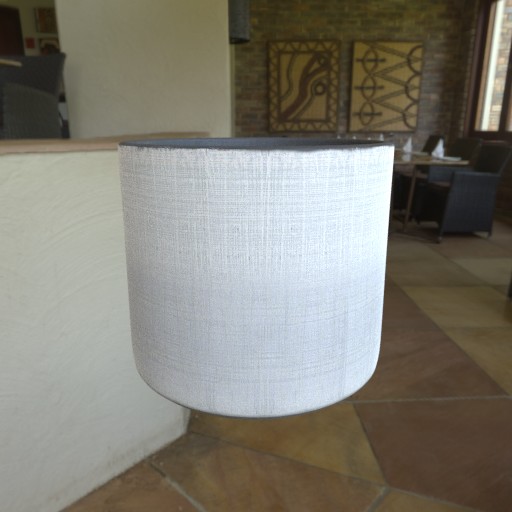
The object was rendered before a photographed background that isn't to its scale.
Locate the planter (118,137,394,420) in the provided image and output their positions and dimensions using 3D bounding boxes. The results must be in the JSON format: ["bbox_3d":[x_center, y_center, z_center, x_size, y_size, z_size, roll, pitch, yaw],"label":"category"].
[{"bbox_3d":[0.000,0.000,0.398,0.226,0.201,0.226,0,16,0],"label":"planter"}]
